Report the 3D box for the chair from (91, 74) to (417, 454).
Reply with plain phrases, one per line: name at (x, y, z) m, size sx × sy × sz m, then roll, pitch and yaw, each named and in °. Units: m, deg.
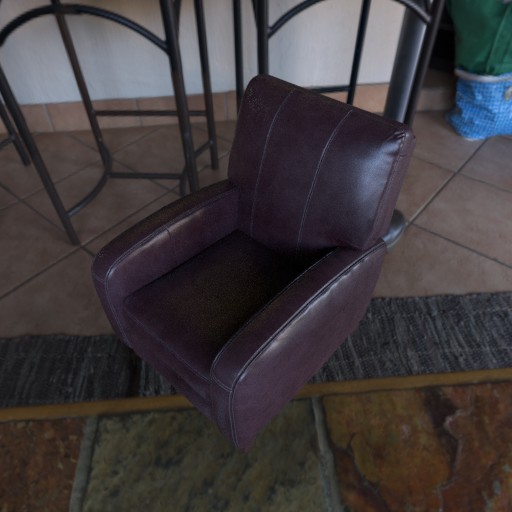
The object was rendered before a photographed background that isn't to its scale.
chair at (0.000, 0.000, 1.663) m, size 0.762 × 0.990 × 0.990 m, roll 32°, pitch 53°, yaw 28°
